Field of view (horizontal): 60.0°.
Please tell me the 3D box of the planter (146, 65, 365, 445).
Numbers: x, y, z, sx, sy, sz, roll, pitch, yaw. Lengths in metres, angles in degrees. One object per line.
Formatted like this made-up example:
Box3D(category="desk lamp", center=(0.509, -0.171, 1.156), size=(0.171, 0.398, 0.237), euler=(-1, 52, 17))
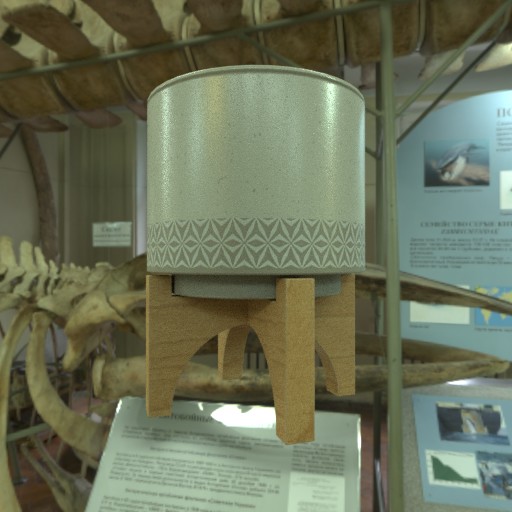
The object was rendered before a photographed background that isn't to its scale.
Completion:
Box3D(category="planter", center=(0.000, 0.000, 0.271), size=(0.130, 0.178, 0.130), euler=(0, 0, 0))
